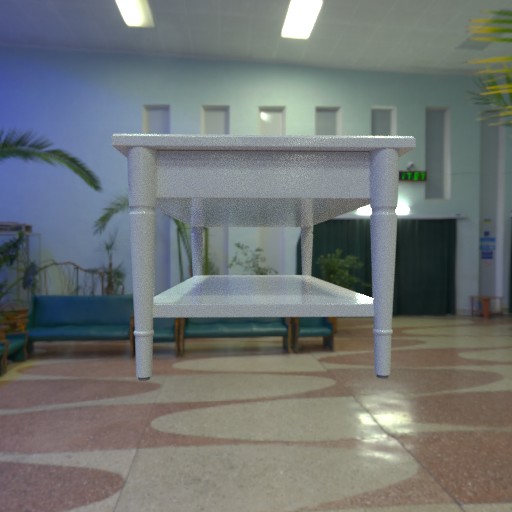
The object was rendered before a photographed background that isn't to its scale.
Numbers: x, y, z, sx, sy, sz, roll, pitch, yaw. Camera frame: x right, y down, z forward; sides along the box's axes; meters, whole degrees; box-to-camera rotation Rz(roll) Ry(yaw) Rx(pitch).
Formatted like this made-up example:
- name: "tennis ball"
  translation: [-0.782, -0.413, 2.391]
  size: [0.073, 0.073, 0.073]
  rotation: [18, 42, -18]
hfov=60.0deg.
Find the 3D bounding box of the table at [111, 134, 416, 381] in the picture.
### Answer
- name: "table"
  translation: [0.000, 0.000, 1.349]
  size: [0.559, 0.457, 1.067]
  rotation: [0, 1, -2]
